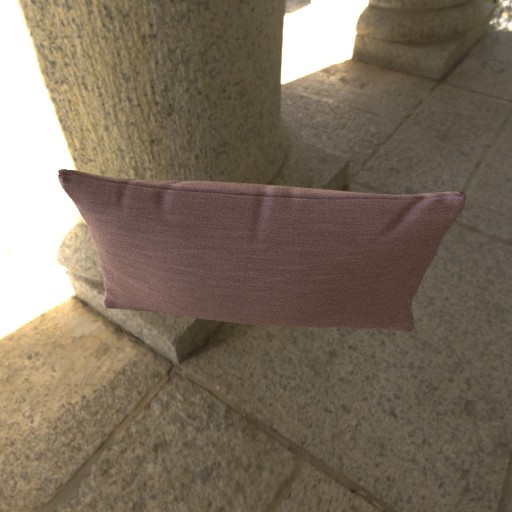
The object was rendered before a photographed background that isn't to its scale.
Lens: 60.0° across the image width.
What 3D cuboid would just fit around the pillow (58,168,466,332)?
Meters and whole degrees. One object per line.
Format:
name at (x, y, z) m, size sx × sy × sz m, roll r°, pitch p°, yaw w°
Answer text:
pillow at (0.000, 0.000, 0.798) m, size 0.633 × 0.338 × 0.210 m, roll 4°, pitch 46°, yaw 4°
